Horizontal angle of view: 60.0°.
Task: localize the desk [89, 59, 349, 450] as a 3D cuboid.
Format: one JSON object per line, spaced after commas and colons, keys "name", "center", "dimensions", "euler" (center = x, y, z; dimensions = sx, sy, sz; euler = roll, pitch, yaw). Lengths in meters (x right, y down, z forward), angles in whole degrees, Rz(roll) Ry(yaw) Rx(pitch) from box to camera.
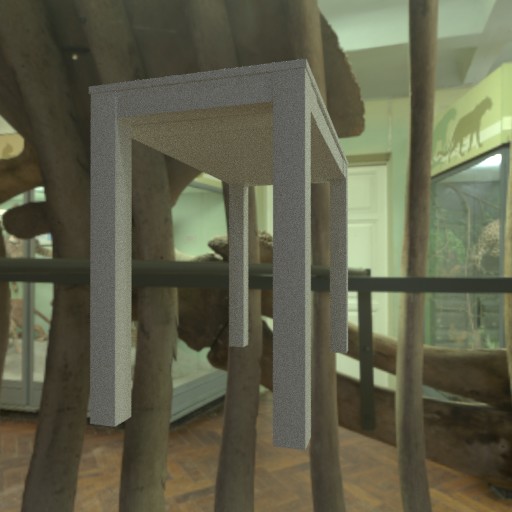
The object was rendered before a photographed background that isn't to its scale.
{"name": "desk", "center": [0.000, 0.000, 1.405], "dimensions": [0.497, 0.762, 0.990], "euler": [0, 0, 16]}
